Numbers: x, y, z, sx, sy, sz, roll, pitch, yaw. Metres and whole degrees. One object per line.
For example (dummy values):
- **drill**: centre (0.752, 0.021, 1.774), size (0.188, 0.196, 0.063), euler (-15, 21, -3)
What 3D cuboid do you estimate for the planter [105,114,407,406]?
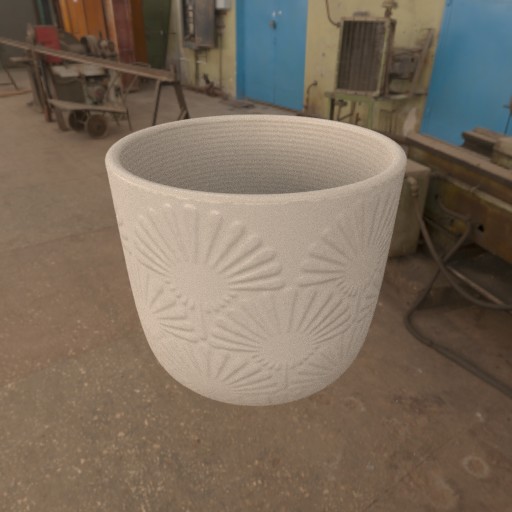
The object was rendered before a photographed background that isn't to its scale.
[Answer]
- **planter**: centre (0.000, 0.000, 0.215), size (0.124, 0.109, 0.124), euler (0, 29, 0)
